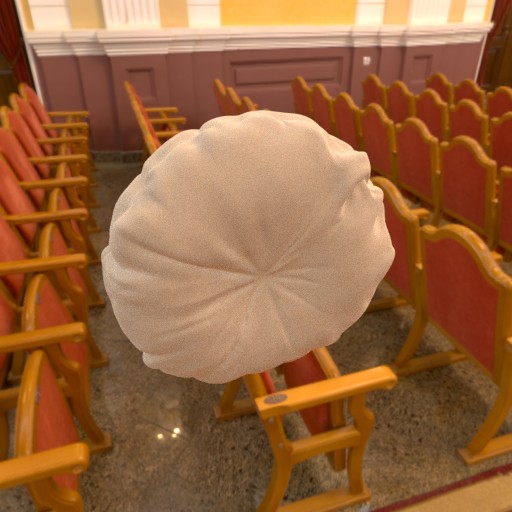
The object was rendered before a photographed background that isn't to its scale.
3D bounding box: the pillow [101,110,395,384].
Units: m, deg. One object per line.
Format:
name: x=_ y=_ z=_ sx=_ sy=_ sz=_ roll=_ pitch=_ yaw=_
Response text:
pillow: x=0.000 y=0.000 z=0.651 sx=0.428 sy=0.407 sz=0.148 roll=-9 pitch=32 yaw=-15
